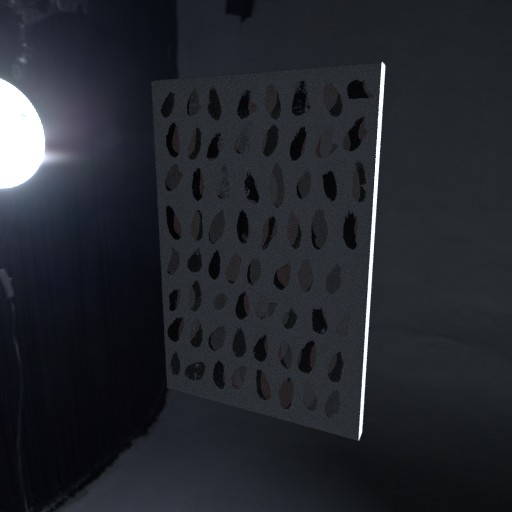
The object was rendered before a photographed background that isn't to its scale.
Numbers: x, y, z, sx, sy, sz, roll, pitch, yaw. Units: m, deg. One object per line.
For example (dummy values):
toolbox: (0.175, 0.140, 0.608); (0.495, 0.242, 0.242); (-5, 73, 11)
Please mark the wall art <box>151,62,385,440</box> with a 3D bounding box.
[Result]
wall art: (0.000, 0.000, 0.789); (0.405, 0.608, 0.025); (6, 15, 25)
